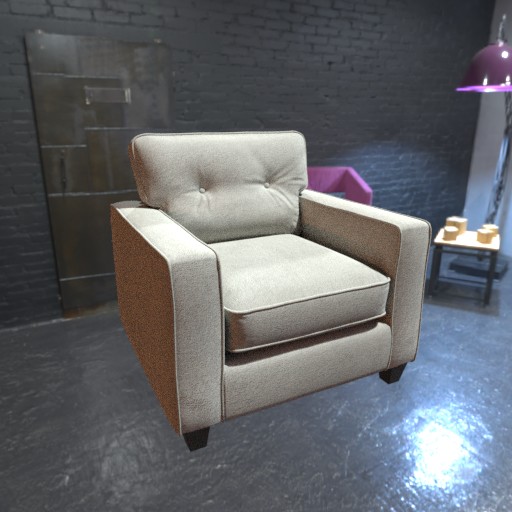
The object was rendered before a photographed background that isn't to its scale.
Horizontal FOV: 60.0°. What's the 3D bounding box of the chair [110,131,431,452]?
[{"bbox_3d":[0.000,0.000,1.824,1.015,0.965,0.939,-9,20,-25],"label":"chair"}]
